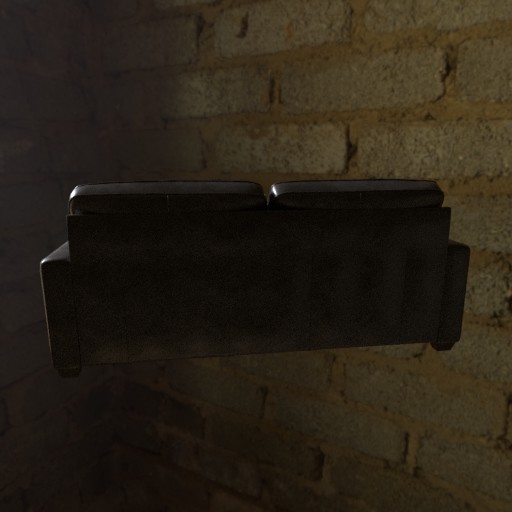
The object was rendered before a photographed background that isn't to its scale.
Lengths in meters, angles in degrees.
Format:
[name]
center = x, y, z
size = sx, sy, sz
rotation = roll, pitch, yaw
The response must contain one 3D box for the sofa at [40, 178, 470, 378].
[sofa]
center = 0.000, 0.000, 2.546
size = 2.081, 0.916, 0.939
rotation = -2, 14, -8
